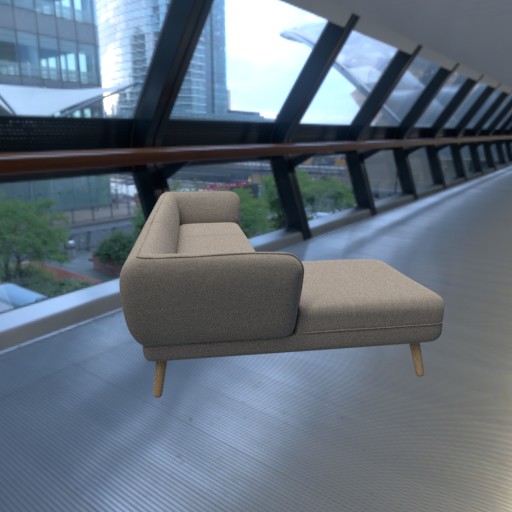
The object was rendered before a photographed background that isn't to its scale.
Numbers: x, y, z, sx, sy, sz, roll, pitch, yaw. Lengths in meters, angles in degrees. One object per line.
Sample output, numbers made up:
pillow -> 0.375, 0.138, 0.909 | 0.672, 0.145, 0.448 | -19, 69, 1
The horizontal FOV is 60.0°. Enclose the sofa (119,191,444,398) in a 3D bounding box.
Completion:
sofa -> 0.000, 0.000, 3.221 | 1.532, 0.693, 2.653 | -2, 14, -8
